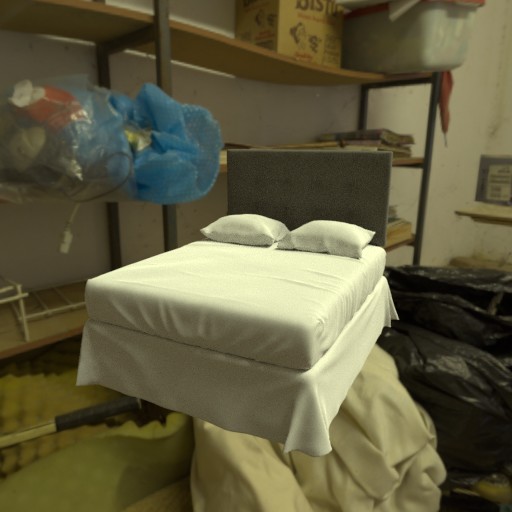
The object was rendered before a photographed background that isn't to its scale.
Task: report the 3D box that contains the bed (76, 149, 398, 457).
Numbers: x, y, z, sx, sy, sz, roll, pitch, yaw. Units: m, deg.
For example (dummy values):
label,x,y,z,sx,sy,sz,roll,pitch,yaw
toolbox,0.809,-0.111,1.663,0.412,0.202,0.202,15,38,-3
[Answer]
label,x,y,z,sx,sy,sz,roll,pitch,yaw
bed,0.000,0.000,3.475,1.936,1.577,2.222,7,17,26
